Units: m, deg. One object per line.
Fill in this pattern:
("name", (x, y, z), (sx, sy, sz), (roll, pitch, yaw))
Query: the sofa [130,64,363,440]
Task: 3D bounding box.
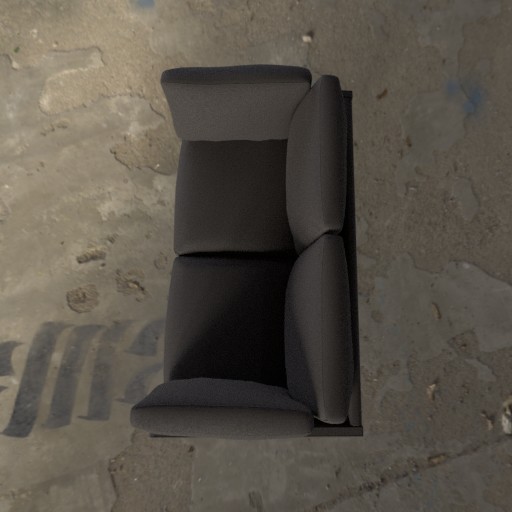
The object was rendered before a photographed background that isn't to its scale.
("sofa", (0.000, 0.000, 2.331), (0.969, 0.920, 1.751), (1, 76, 0))
